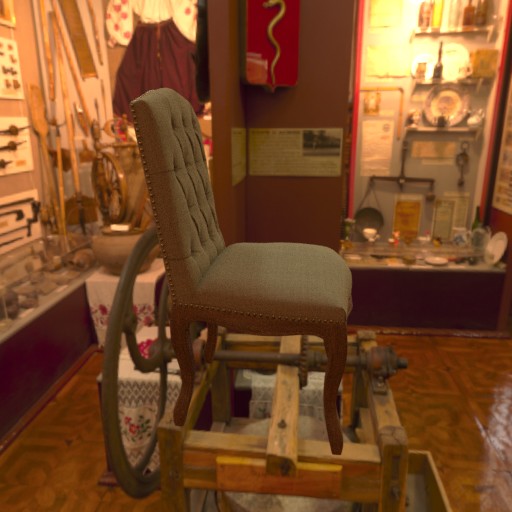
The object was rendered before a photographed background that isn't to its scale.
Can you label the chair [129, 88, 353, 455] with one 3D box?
[{"bbox_3d":[0.000,0.000,1.667,0.731,1.191,0.637,2,17,8],"label":"chair"}]
